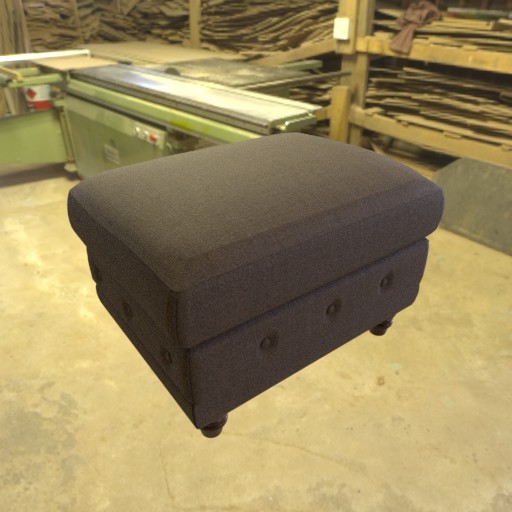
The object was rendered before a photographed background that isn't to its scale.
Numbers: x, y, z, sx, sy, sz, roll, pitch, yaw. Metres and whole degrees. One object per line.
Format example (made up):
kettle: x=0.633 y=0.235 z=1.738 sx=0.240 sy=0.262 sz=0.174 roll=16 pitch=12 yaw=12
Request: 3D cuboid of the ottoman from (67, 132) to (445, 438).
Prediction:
ottoman: x=0.000 y=0.000 z=1.226 sx=0.809 sy=0.555 sz=0.599 roll=-21 pitch=36 yaw=-31
